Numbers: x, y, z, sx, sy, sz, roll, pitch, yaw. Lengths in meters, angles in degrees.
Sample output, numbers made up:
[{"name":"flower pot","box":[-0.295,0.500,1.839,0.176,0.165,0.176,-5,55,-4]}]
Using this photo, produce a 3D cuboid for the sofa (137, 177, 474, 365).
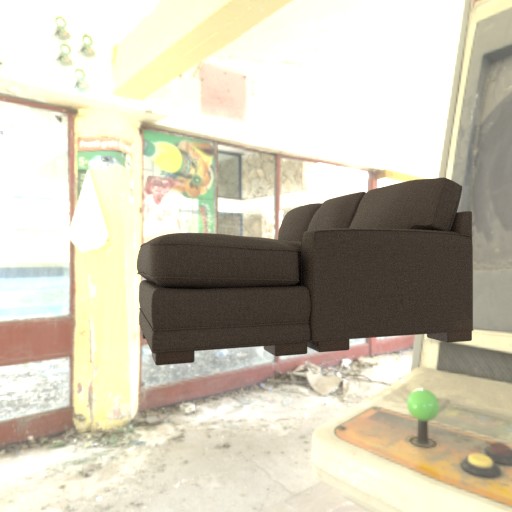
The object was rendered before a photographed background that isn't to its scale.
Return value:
[{"name":"sofa","box":[0.000,0.000,3.313,1.790,0.973,2.370,0,0,-18]}]
